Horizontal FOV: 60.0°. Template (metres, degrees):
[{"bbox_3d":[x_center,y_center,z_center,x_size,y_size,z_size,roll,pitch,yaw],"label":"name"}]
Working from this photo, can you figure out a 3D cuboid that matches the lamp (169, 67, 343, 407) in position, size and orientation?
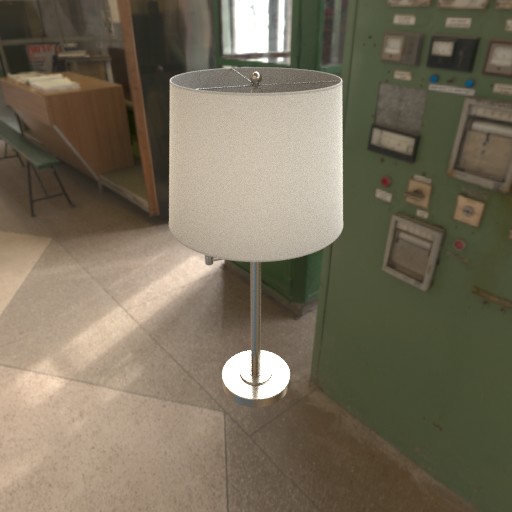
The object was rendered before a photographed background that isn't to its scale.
[{"bbox_3d":[0.000,0.000,0.899,0.333,0.696,0.333,0,30,0],"label":"lamp"}]
